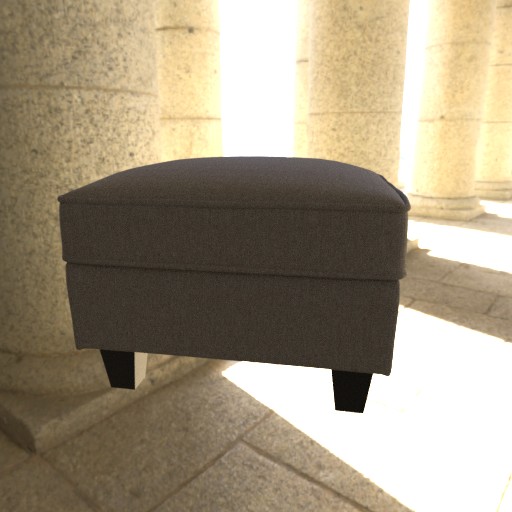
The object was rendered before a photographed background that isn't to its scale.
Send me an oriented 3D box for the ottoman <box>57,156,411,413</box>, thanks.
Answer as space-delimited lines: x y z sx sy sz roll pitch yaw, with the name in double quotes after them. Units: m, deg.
0.000 0.000 1.406 0.871 0.612 0.808 3 16 10 "ottoman"
